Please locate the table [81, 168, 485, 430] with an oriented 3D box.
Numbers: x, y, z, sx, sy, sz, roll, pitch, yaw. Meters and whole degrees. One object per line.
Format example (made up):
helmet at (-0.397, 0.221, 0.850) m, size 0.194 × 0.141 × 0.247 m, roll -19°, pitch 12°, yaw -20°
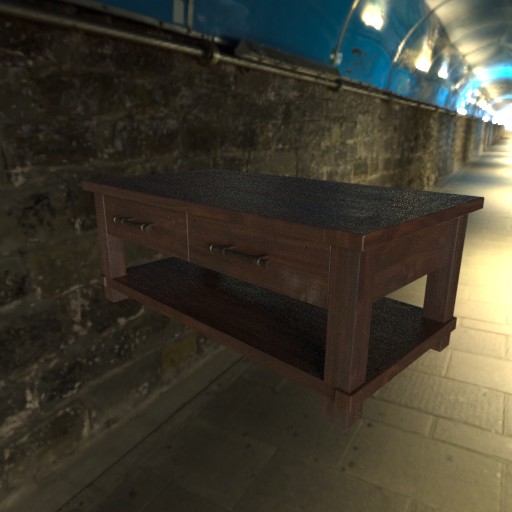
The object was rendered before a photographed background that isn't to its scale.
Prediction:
table at (0.000, 0.000, 1.605) m, size 1.270 × 0.494 × 0.700 m, roll 16°, pitch 23°, yaw 42°
